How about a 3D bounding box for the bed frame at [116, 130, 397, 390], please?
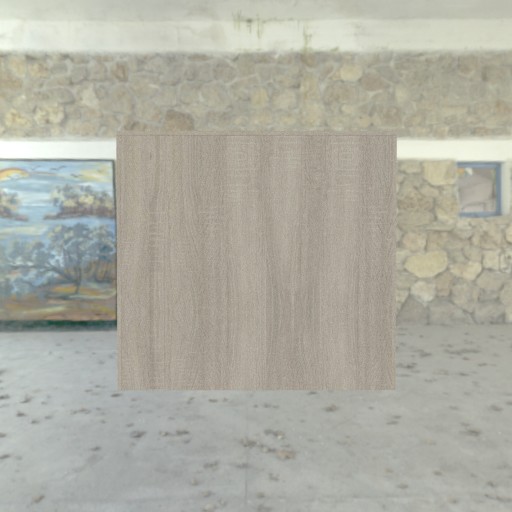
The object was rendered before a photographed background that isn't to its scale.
[{"bbox_3d":[0.000,0.000,2.640,0.990,0.920,2.140,0,1,0],"label":"bed frame"}]
